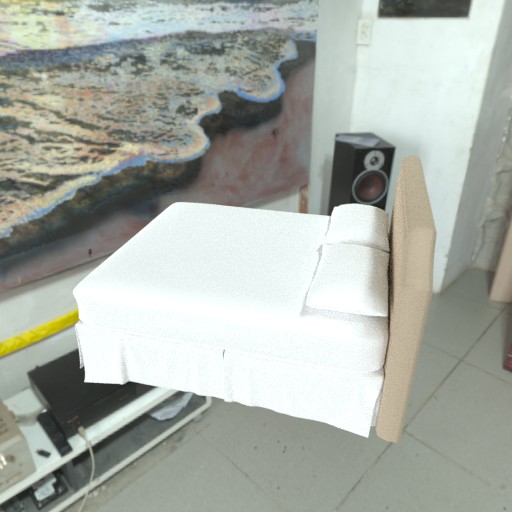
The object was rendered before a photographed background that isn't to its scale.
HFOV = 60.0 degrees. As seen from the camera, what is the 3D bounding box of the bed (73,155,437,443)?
[{"bbox_3d":[0.000,0.000,3.286,2.204,1.301,1.828,7,29,13],"label":"bed"}]
